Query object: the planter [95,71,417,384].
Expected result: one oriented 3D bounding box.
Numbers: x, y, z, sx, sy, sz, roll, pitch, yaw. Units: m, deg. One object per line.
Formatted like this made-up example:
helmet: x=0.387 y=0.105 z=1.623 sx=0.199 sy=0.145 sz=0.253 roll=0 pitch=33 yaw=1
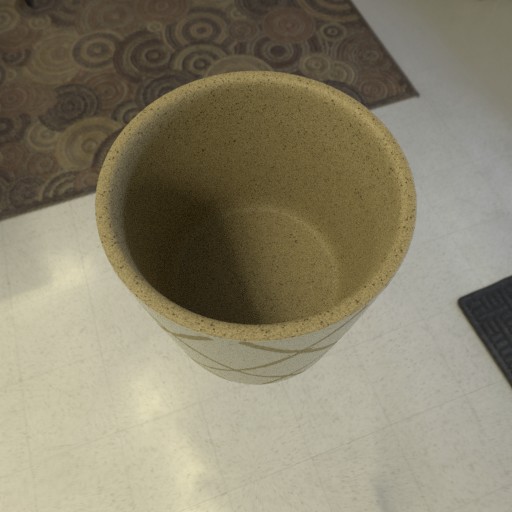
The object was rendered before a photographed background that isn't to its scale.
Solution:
planter: x=0.000 y=0.000 z=0.421 sx=0.228 sy=0.235 sz=0.228 roll=0 pitch=64 yaw=0
